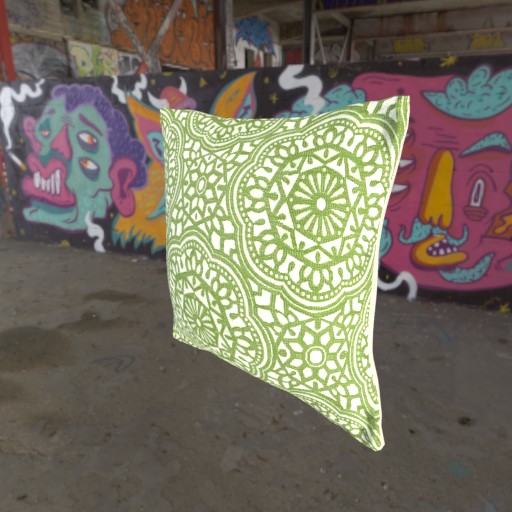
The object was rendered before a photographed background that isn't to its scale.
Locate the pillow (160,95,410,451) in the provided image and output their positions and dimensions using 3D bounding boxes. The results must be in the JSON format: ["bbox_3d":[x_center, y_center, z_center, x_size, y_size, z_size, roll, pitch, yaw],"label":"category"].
[{"bbox_3d":[0.000,0.000,0.640,0.440,0.419,0.162,16,23,42],"label":"pillow"}]
